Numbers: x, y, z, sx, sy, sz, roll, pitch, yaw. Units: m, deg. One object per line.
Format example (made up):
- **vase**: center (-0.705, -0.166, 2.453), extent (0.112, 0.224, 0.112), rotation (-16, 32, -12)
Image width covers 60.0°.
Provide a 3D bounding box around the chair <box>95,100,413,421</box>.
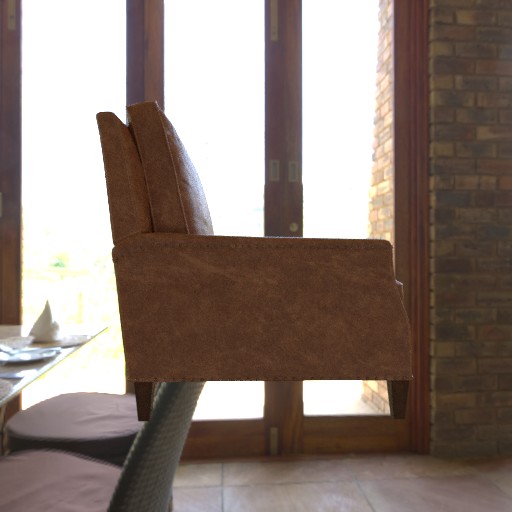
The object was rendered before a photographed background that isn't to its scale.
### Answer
- **chair**: center (0.000, 0.000, 1.812), extent (1.035, 1.054, 0.854), rotation (0, -1, -1)
